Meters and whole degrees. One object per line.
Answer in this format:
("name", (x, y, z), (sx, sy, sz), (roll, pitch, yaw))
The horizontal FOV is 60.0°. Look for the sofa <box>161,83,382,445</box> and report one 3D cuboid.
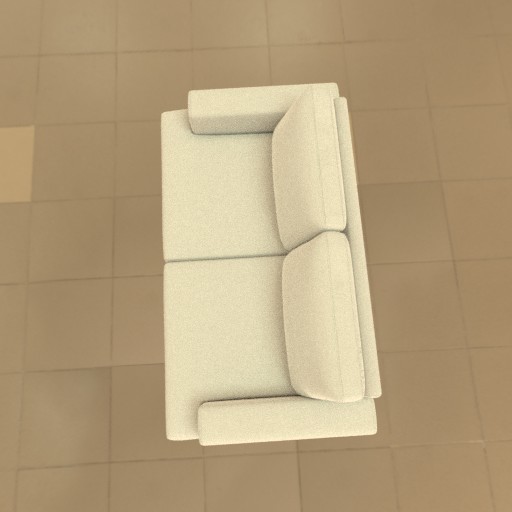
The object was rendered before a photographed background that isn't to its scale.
("sofa", (0.000, 0.000, 2.159), (0.920, 0.810, 1.650), (-3, 77, -1))
